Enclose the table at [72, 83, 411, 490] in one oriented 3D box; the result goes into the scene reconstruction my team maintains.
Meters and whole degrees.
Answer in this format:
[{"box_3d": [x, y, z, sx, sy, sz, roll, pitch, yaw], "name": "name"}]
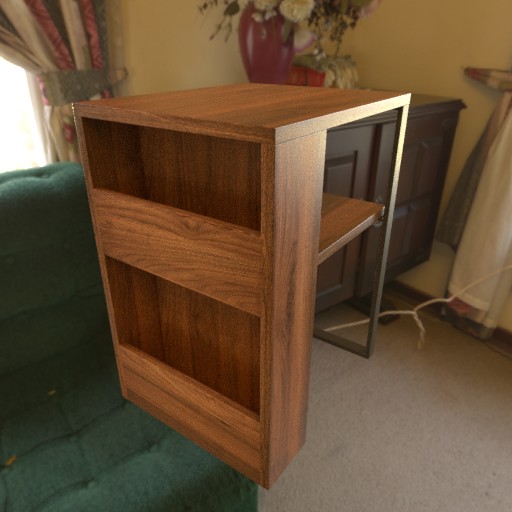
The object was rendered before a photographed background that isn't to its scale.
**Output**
[{"box_3d": [0.000, 0.000, 1.536, 0.660, 1.041, 0.786, 18, 31, 32], "name": "table"}]
